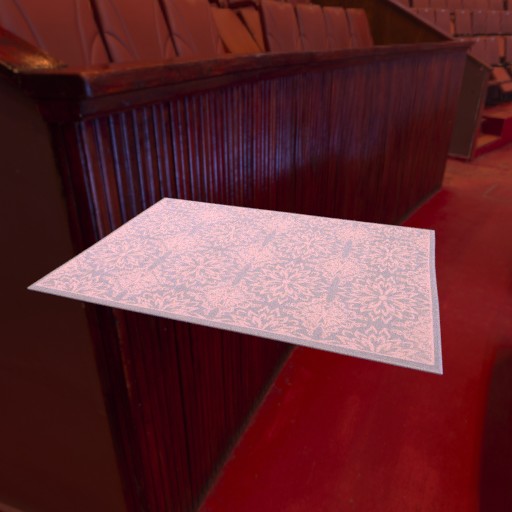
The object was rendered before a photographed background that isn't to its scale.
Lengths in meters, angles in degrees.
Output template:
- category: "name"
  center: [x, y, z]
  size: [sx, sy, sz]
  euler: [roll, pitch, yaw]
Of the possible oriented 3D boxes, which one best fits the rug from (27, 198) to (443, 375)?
- category: "rug"
  center: [0.000, 0.000, 2.865]
  size: [2.205, 0.014, 1.589]
  euler: [9, 28, 16]
